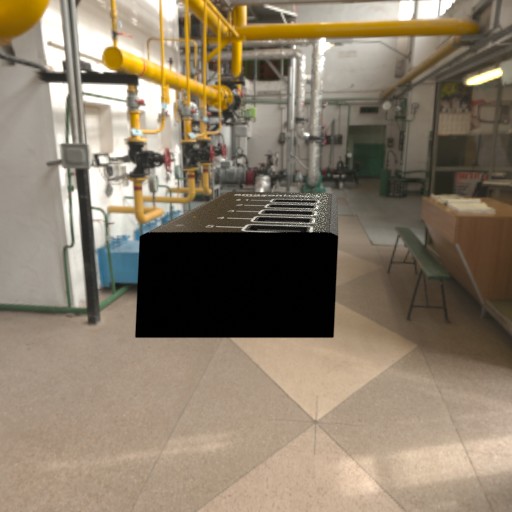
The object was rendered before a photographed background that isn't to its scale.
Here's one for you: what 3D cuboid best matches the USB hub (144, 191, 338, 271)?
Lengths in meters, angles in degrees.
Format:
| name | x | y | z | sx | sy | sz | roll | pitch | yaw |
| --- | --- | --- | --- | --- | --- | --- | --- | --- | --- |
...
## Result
| name | x | y | z | sx | sy | sz | roll | pitch | yaw |
| --- | --- | --- | --- | --- | --- | --- | --- | --- | --- |
| USB hub | 0.000 | 0.000 | 0.124 | 0.044 | 0.023 | 0.110 | 3 | 15 | 9 |
